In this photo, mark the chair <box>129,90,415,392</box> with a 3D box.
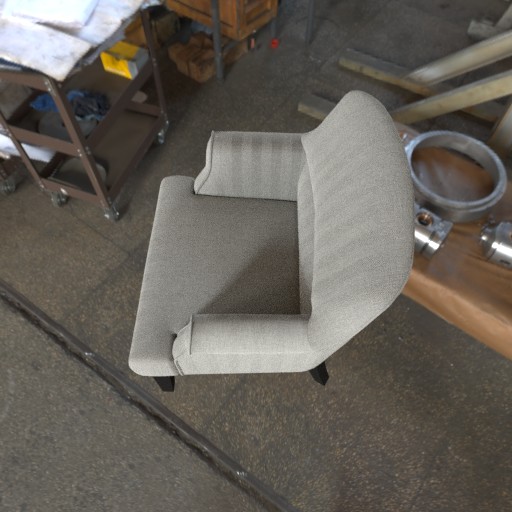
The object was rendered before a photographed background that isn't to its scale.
[{"bbox_3d":[0.000,0.000,1.445,0.755,0.880,0.772,1,59,1],"label":"chair"}]
